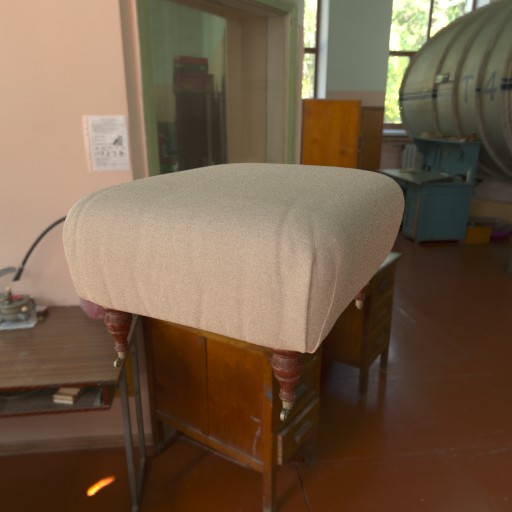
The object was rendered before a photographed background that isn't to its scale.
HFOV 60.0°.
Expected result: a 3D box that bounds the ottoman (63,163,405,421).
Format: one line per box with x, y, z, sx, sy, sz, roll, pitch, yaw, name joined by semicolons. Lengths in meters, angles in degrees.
0.000;0.000;1.167;0.639;0.450;0.746;9;19;26;ottoman
